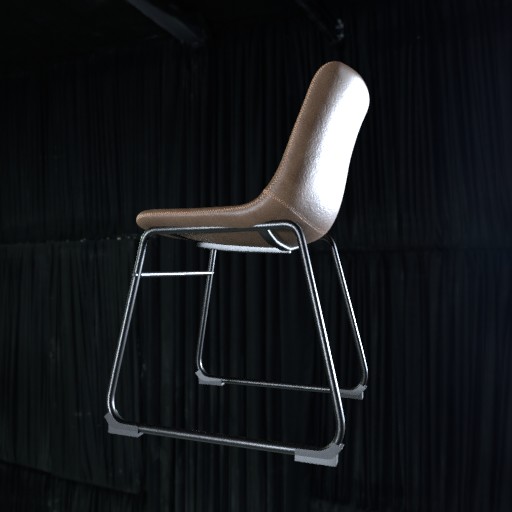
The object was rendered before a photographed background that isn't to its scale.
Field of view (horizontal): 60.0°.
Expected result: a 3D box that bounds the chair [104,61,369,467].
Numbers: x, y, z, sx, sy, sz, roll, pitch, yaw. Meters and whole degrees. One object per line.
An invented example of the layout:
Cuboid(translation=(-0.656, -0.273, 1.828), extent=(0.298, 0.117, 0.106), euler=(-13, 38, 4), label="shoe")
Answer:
Cuboid(translation=(0.000, 0.000, 1.108), extent=(0.551, 0.780, 0.460), euler=(-1, -2, 20), label="chair")
